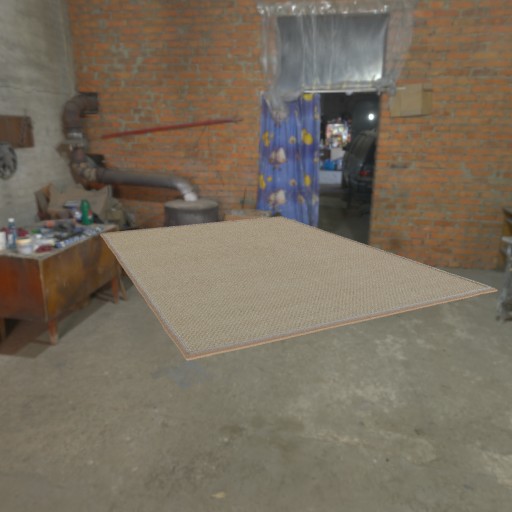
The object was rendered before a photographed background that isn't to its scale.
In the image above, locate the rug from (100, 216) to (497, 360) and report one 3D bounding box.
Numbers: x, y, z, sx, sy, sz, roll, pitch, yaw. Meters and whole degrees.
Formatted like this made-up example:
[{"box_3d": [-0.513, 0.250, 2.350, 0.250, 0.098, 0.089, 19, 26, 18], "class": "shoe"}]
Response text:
[{"box_3d": [0.000, 0.000, 2.662, 1.525, 0.020, 2.081, -8, 17, -25], "class": "rug"}]
